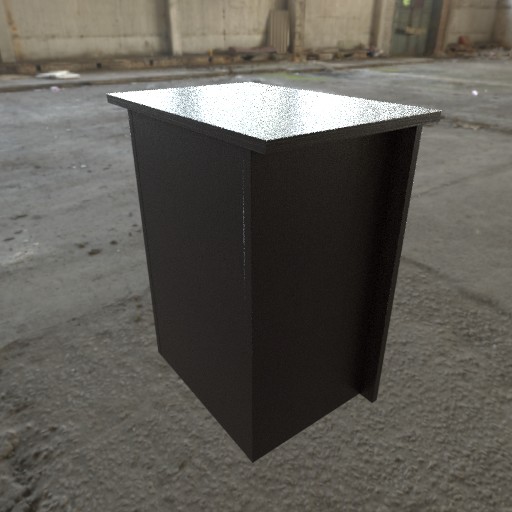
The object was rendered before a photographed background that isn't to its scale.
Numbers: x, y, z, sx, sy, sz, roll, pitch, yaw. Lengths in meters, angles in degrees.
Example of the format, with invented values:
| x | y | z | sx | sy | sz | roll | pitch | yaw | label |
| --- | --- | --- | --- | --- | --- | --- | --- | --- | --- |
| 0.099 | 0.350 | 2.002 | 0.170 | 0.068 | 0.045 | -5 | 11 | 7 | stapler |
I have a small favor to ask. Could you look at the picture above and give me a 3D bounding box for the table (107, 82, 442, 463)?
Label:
| x | y | z | sx | sy | sz | roll | pitch | yaw | label |
| --- | --- | --- | --- | --- | --- | --- | --- | --- | --- |
| 0.000 | 0.000 | 1.068 | 0.408 | 0.711 | 0.589 | -19 | 33 | -32 | table |
